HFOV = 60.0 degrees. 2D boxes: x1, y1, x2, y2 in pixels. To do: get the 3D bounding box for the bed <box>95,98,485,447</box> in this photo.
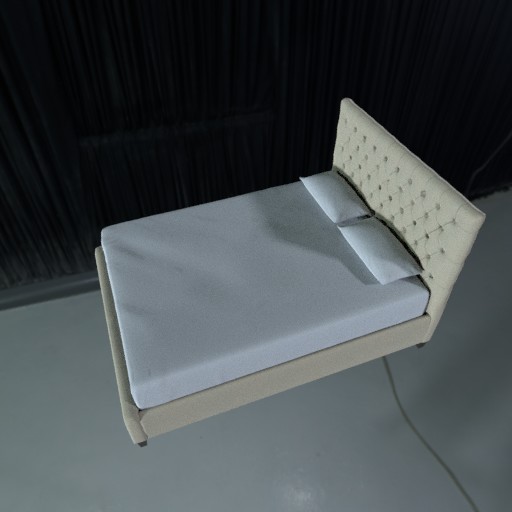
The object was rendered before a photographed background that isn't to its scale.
[{"bbox_3d":[0.000,0.000,3.408,2.387,1.427,1.698,-15,47,-15],"label":"bed"}]
